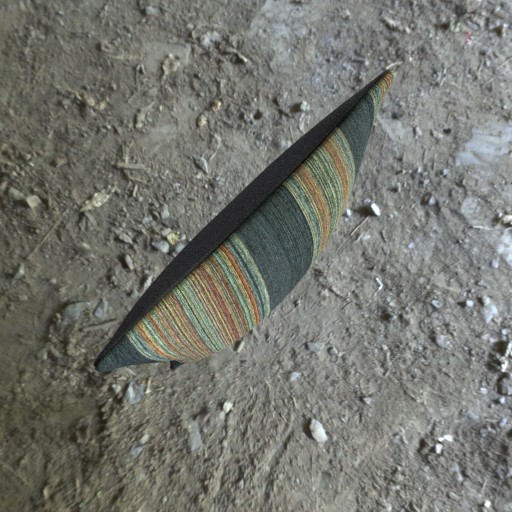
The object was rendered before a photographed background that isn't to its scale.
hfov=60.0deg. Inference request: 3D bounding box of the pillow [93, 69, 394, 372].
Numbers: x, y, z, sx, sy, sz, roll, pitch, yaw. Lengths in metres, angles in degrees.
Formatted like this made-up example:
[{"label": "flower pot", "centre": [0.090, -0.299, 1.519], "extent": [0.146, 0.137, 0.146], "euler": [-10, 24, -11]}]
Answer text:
[{"label": "pillow", "centre": [0.000, 0.000, 0.636], "extent": [0.136, 0.419, 0.437], "euler": [42, 80, 10]}]
